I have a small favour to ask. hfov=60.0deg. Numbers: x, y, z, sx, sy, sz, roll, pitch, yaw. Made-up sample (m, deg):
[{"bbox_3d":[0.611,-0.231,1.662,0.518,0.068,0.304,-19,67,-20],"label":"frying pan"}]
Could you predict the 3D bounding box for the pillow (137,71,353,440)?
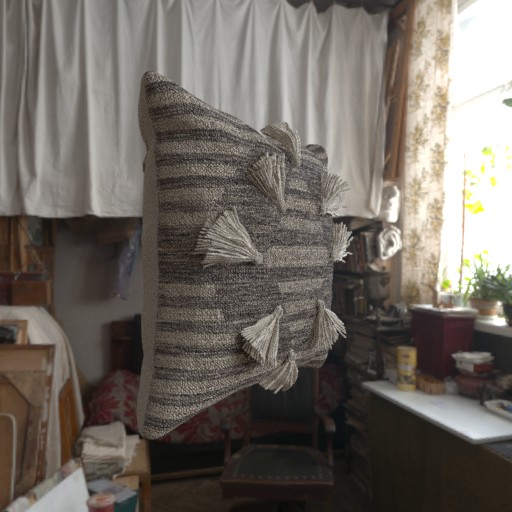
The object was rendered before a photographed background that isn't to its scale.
[{"bbox_3d":[0.000,0.000,0.770,0.234,0.490,0.484,0,0,35],"label":"pillow"}]
